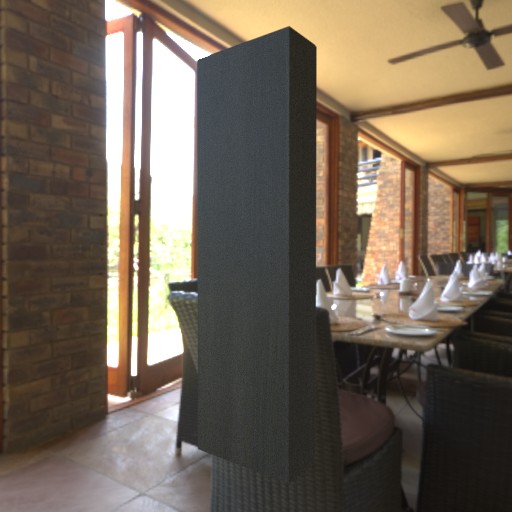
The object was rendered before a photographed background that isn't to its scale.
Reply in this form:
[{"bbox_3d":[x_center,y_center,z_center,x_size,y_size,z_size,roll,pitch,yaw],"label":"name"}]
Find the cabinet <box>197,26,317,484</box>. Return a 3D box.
[{"bbox_3d":[0.000,0.000,1.975,0.500,1.790,0.230,1,1,37],"label":"cabinet"}]
